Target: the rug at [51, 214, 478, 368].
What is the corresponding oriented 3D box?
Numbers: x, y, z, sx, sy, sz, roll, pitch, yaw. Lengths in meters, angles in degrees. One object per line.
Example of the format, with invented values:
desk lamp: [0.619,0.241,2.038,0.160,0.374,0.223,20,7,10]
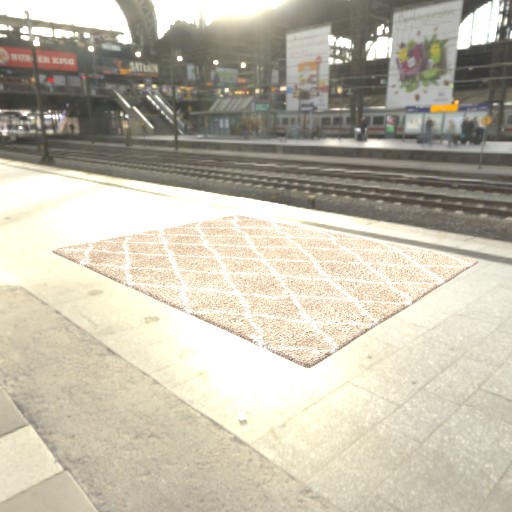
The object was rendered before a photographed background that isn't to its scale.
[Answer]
rug: [0.000,0.000,4.014,3.047,0.029,2.438,15,22,42]
